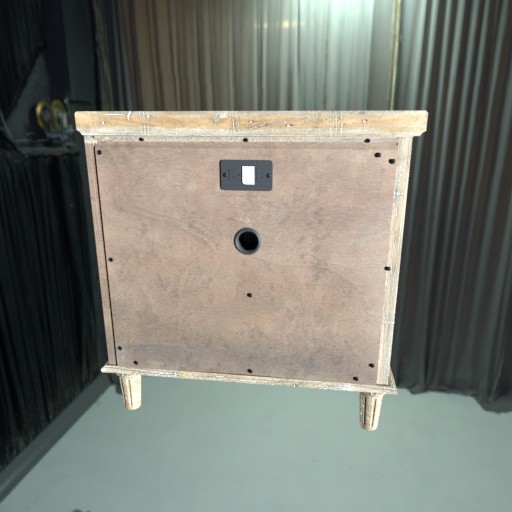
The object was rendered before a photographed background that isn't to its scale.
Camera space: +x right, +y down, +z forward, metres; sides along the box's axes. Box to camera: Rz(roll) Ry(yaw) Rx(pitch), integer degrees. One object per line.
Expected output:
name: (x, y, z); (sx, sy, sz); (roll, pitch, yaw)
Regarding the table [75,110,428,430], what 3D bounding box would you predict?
table: (0.000, 0.000, 1.157); (0.686, 0.711, 0.457); (2, 17, 7)
